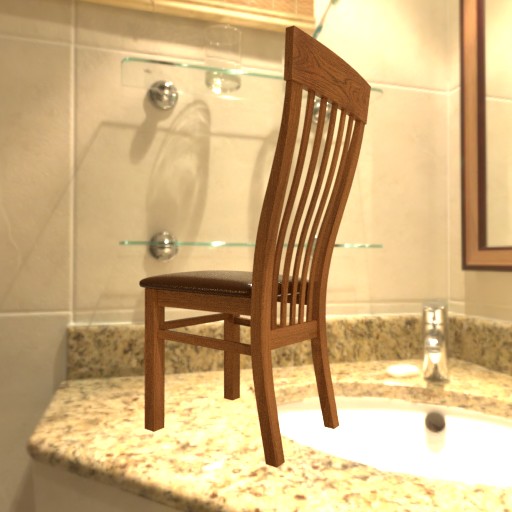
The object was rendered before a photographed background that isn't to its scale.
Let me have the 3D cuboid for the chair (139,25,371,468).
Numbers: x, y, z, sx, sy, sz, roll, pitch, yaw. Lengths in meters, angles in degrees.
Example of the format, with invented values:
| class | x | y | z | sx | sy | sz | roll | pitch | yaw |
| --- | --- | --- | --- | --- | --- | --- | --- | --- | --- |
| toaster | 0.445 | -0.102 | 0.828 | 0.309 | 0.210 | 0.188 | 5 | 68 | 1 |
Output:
| class | x | y | z | sx | sy | sz | roll | pitch | yaw |
| --- | --- | --- | --- | --- | --- | --- | --- | --- | --- |
| chair | 0.000 | 0.000 | 1.352 | 0.580 | 1.050 | 0.450 | 0 | -1 | 37 |
